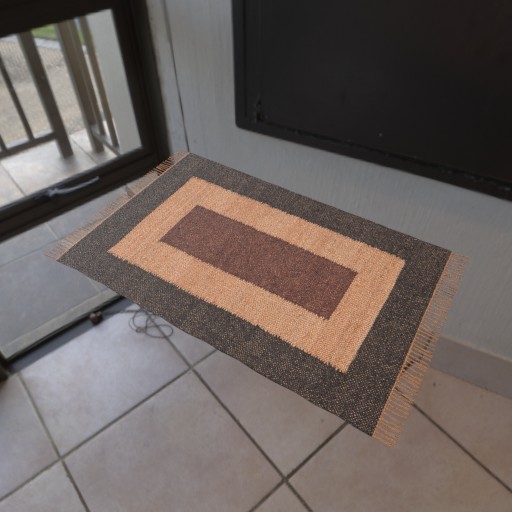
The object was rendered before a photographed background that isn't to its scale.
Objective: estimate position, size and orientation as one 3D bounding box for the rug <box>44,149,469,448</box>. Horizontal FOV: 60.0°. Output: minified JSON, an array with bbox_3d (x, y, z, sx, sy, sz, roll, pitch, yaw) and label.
[{"bbox_3d":[0.000,0.000,1.853,1.541,0.013,0.920,24,52,21],"label":"rug"}]
